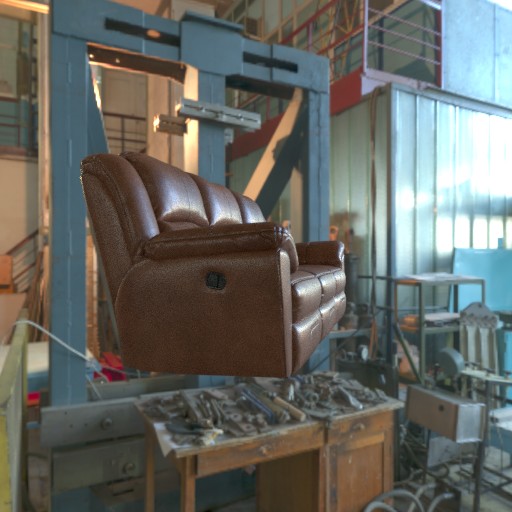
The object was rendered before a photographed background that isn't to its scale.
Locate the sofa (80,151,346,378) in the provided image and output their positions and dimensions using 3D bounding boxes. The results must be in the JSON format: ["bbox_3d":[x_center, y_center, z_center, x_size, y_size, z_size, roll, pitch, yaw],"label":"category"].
[{"bbox_3d":[0.000,0.000,2.870,0.991,1.043,2.337,0,0,17],"label":"sofa"}]
